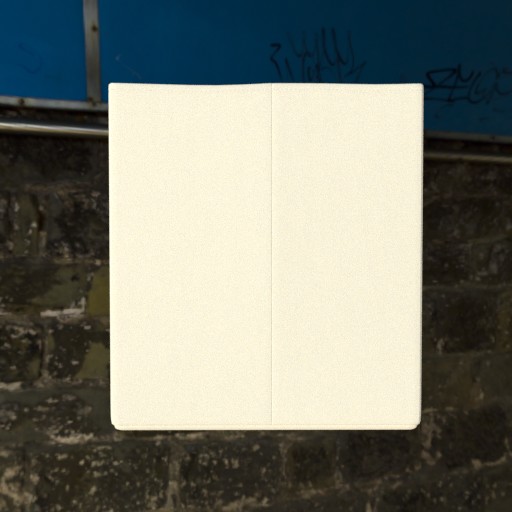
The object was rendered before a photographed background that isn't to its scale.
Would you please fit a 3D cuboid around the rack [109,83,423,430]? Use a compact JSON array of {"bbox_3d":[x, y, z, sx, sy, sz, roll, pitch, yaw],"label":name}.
[{"bbox_3d":[0.000,0.000,0.486,0.270,0.280,0.270,0,1,0],"label":"rack"}]
